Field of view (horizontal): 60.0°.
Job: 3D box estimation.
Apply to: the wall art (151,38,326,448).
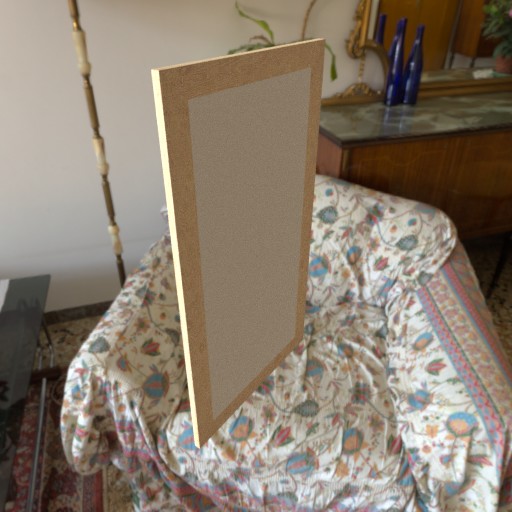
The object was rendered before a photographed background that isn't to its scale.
[{"bbox_3d":[0.000,0.000,0.808,0.013,0.683,0.381,21,38,30],"label":"wall art"}]
